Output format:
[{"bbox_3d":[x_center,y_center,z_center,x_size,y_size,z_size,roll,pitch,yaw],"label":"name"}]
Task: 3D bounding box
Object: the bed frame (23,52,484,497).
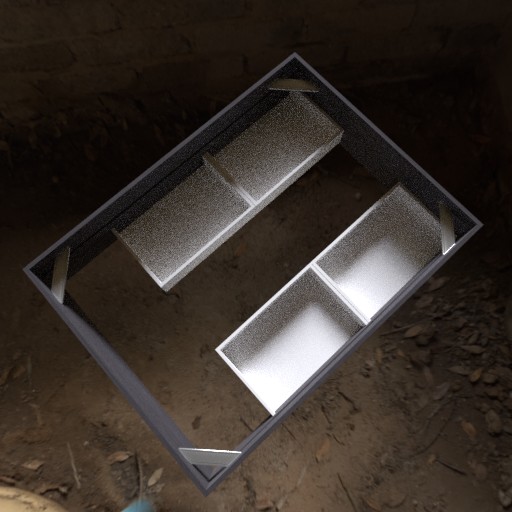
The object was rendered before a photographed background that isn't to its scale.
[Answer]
[{"bbox_3d":[0.000,0.000,2.510,1.944,0.459,1.448,-41,79,-10],"label":"bed frame"}]
